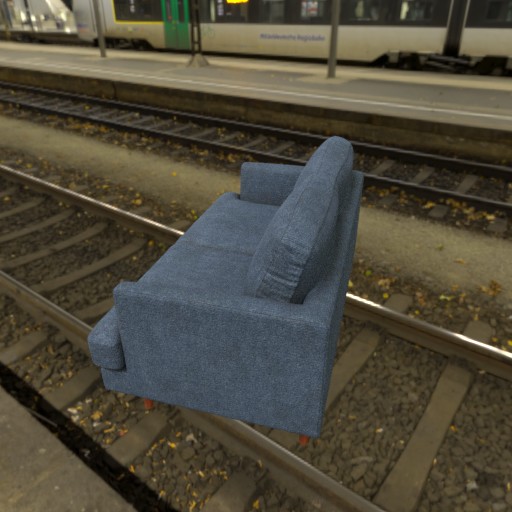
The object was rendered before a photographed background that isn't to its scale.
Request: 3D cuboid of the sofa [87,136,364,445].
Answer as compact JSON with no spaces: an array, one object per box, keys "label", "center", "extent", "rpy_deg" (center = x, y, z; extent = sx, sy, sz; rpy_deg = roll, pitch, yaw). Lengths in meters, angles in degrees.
[{"label":"sofa","center":[0.000,0.000,2.196],"extent":[0.903,0.944,1.582],"rpy_deg":[8,30,14]}]
